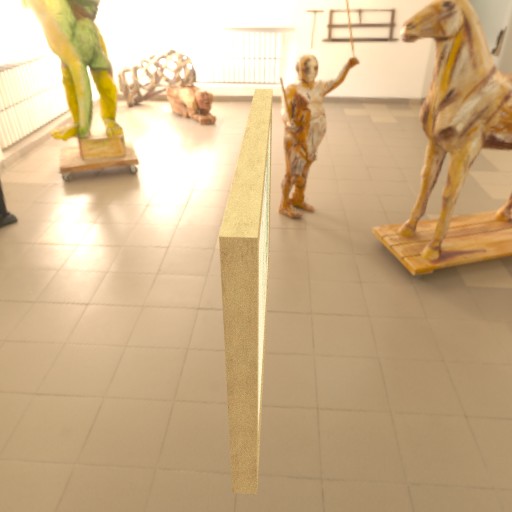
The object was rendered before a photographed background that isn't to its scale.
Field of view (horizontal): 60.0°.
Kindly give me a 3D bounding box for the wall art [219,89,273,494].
[{"bbox_3d":[0.000,0.000,0.687,0.032,0.380,0.532,2,33,3],"label":"wall art"}]
